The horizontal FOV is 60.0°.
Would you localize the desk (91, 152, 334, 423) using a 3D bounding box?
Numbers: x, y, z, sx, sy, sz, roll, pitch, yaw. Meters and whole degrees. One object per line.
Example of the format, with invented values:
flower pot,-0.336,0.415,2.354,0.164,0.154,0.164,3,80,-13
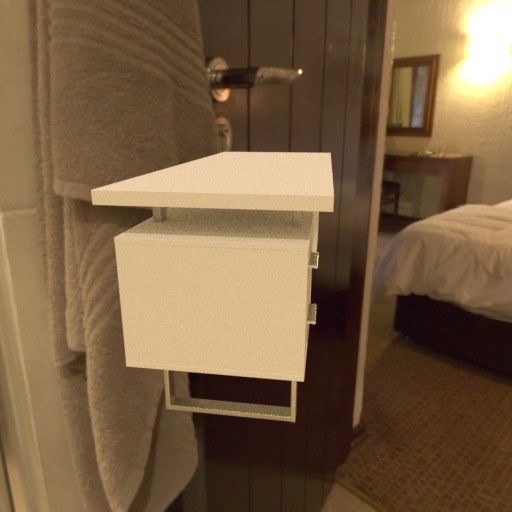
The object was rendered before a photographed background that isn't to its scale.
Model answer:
desk,0.000,0.000,1.903,0.603,0.773,1.530,3,17,8
